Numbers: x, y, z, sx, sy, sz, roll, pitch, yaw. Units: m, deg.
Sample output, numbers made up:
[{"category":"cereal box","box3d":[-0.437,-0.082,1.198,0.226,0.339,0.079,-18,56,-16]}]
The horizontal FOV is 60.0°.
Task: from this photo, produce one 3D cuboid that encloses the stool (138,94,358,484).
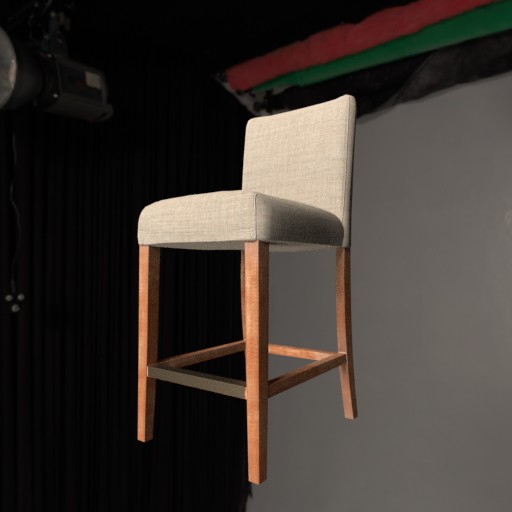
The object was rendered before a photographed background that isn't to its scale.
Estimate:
[{"category":"stool","box3d":[0.000,0.000,1.343,0.454,1.039,0.567,-1,-1,37]}]
